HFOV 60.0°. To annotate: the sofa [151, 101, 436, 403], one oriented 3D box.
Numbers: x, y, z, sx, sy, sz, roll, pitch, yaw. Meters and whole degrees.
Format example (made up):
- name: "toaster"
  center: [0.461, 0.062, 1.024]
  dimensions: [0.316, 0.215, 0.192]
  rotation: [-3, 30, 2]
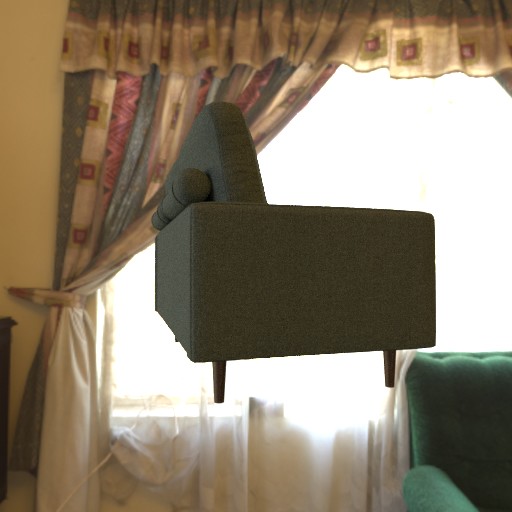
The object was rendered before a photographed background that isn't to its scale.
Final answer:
- name: "sofa"
  center: [0.000, 0.000, 1.954]
  dimensions: [0.842, 0.907, 1.407]
  rotation: [0, -1, -17]
